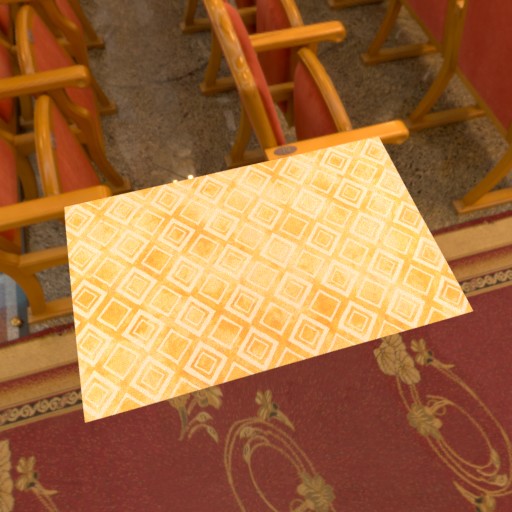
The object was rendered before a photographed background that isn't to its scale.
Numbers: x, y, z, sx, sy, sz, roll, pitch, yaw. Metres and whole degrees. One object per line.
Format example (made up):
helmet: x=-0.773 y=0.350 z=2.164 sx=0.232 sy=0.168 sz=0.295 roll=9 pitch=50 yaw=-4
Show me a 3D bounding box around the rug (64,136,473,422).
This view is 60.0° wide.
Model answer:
rug: x=0.000 y=0.000 z=2.975 sx=2.424 sy=0.010 sz=1.511 roll=-14 pitch=63 yaw=-7
